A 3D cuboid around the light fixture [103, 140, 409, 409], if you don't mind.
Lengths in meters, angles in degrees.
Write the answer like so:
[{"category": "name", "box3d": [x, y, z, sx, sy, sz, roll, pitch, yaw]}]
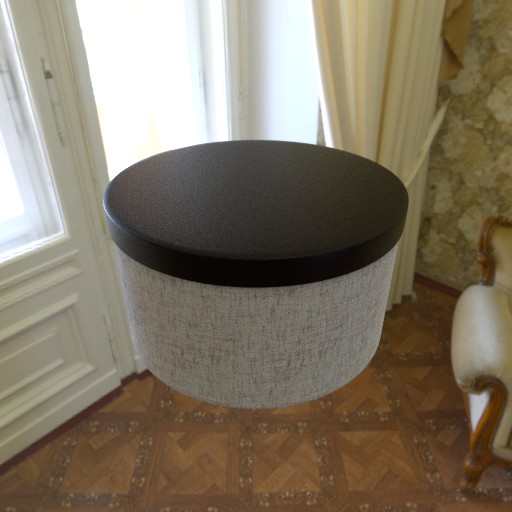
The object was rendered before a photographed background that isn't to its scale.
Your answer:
[{"category": "light fixture", "box3d": [0.000, 0.000, 0.646, 0.389, 0.229, 0.389, 0, 31, 0]}]
